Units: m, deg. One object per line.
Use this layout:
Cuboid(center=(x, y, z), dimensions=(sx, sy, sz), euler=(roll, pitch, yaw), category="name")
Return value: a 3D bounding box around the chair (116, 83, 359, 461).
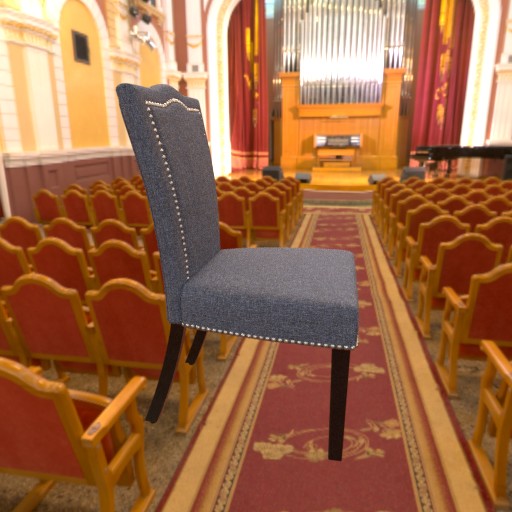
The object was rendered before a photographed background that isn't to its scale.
Cuboid(center=(0.000, 0.000, 1.289), dimensions=(0.589, 0.946, 0.518), euler=(3, 16, 10), category="chair")
